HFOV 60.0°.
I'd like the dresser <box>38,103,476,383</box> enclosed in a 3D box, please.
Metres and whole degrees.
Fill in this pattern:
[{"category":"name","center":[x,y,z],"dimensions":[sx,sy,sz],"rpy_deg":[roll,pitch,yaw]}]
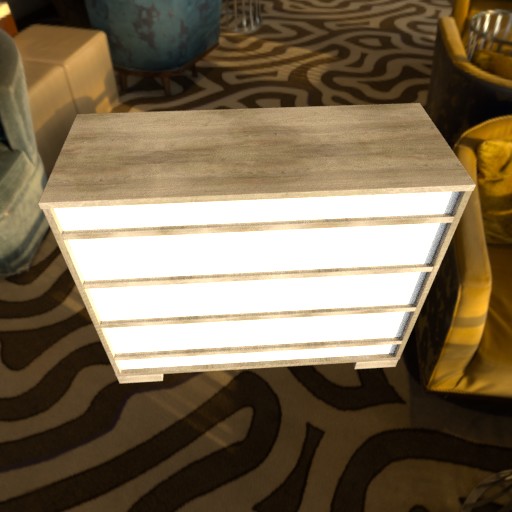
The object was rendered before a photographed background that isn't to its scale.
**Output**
[{"category":"dresser","center":[0.000,0.000,1.435],"dimensions":[0.994,0.816,0.404],"rpy_deg":[-3,46,-3]}]
